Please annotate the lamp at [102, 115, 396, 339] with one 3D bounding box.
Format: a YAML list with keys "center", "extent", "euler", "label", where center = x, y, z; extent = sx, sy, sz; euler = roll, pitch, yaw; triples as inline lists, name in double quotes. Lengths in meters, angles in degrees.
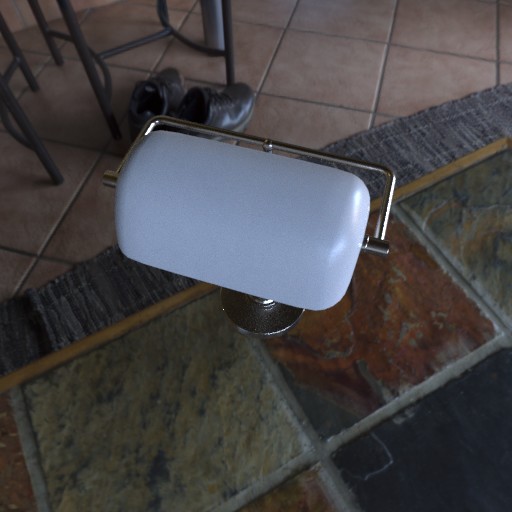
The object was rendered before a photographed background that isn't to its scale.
- center: [0.000, 0.000, 0.556]
  extent: [0.269, 0.404, 0.227]
  euler: [15, 59, 9]
  label: "lamp"
